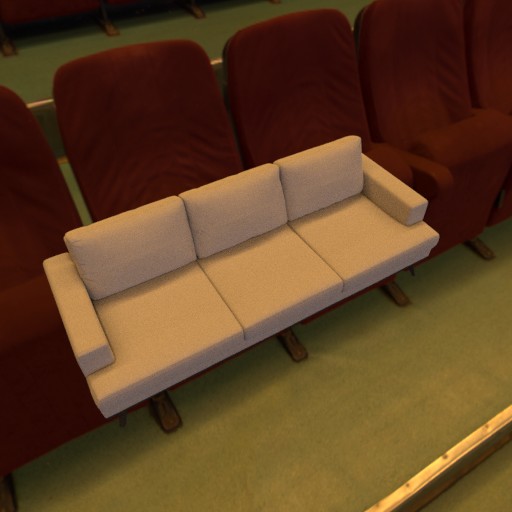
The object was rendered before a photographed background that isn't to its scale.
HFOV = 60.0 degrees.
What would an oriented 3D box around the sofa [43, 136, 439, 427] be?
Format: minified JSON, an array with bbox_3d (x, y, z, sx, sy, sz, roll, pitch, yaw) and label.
[{"bbox_3d":[0.000,0.000,2.773,2.310,0.810,0.920,-23,50,-21],"label":"sofa"}]
